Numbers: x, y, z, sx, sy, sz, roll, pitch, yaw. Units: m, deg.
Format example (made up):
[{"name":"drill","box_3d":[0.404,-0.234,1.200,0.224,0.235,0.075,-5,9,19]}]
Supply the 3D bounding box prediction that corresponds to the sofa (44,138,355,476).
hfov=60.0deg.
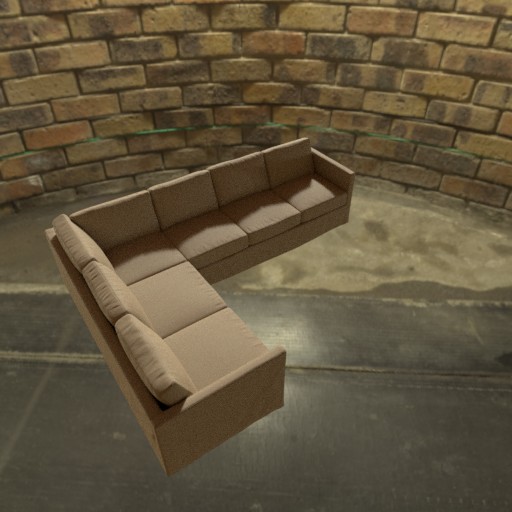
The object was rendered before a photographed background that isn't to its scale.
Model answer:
[{"name":"sofa","box_3d":[0.000,0.000,4.251,3.182,0.871,2.432,-24,46,-26]}]
